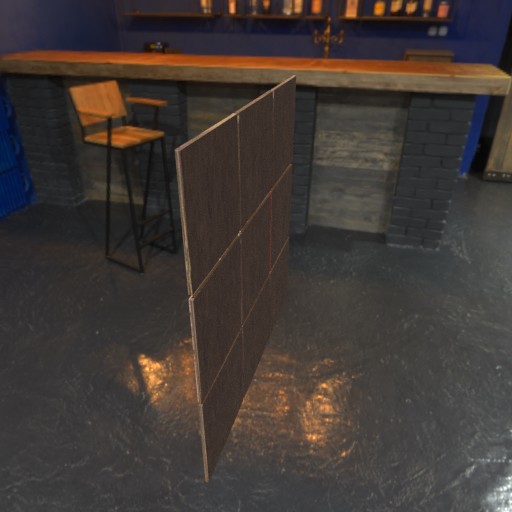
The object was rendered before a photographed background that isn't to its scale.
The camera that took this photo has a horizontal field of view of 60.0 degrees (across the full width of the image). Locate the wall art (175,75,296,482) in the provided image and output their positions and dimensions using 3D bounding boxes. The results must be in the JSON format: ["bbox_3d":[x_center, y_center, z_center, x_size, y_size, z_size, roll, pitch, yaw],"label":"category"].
[{"bbox_3d":[0.000,0.000,1.799,0.013,1.213,1.215,9,31,15],"label":"wall art"}]
